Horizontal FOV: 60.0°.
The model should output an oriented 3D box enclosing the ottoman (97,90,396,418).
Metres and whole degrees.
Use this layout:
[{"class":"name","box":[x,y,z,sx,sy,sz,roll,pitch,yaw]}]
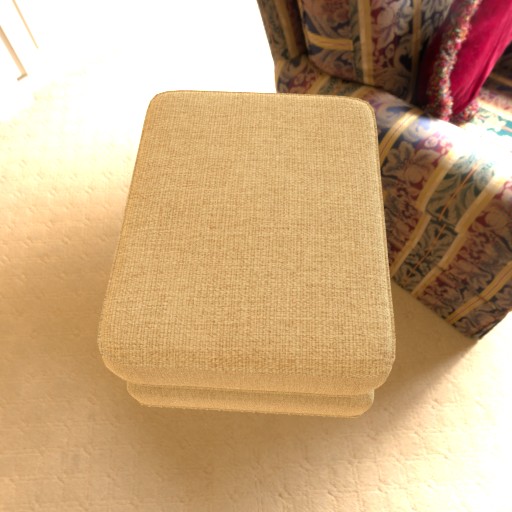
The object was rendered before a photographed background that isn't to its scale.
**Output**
[{"class":"ottoman","box":[0.000,0.000,1.154,0.589,0.537,0.738,3,63,1]}]
